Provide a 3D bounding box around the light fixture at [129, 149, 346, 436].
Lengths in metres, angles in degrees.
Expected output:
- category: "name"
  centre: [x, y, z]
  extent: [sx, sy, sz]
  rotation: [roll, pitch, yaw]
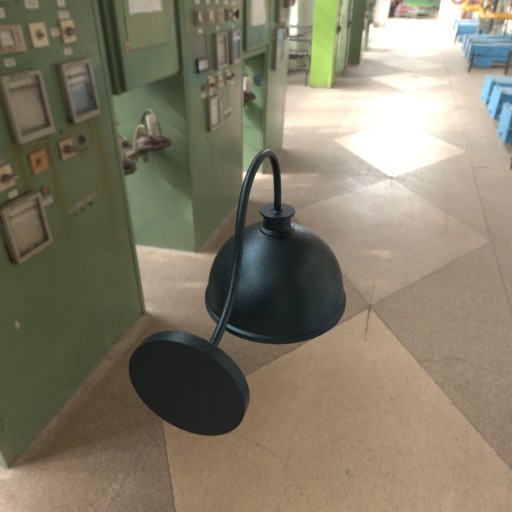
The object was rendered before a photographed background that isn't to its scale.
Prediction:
- category: "light fixture"
  centre: [0.000, 0.000, 0.642]
  extent: [0.253, 0.295, 0.467]
  rotation: [10, 32, 16]
